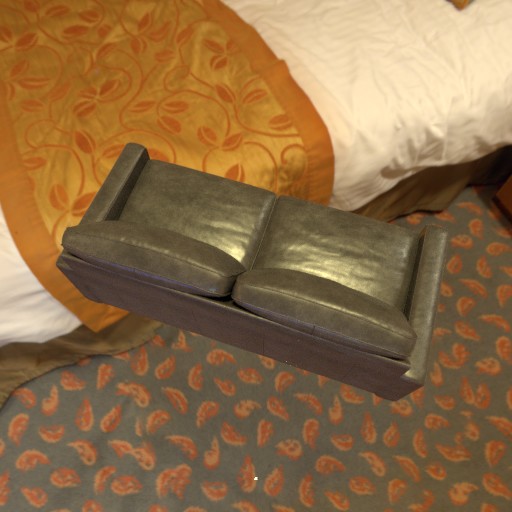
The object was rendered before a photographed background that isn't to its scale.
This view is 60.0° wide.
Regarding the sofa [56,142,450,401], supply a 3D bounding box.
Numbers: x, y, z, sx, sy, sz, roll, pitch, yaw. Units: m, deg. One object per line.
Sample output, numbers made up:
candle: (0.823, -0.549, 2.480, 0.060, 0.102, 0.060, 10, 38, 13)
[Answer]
sofa: (0.000, 0.000, 2.602, 2.081, 0.916, 0.939, 17, 65, 8)
